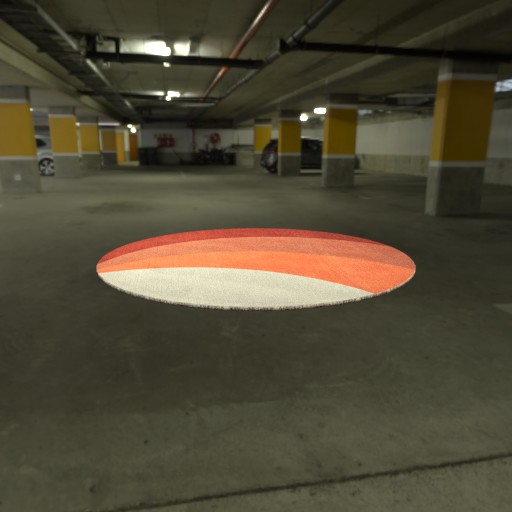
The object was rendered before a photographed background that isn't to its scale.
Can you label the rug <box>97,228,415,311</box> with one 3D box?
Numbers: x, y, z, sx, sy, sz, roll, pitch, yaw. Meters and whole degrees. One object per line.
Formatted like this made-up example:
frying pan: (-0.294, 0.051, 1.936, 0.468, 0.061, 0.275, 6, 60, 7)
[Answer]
rug: (0.000, 0.000, 2.227, 1.514, 0.015, 1.514, 0, 14, 0)
